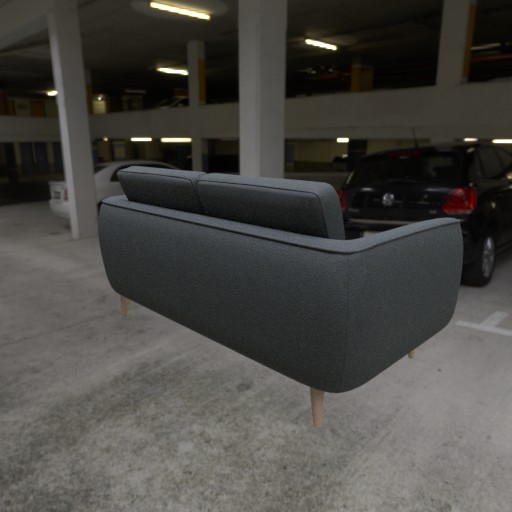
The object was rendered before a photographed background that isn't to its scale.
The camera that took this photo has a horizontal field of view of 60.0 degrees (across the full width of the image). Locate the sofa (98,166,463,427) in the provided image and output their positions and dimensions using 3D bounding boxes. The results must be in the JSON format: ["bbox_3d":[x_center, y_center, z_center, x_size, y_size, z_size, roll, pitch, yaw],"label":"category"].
[{"bbox_3d":[0.000,0.000,2.203,0.920,0.850,1.700,-14,21,-43],"label":"sofa"}]
